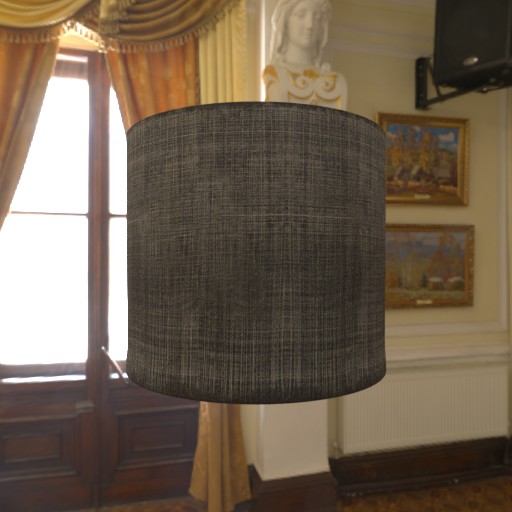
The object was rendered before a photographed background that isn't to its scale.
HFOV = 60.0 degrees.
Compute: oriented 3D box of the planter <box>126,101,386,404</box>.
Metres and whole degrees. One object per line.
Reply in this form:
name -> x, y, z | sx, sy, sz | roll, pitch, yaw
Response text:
planter -> 0.000, 0.000, 0.315 | 0.178, 0.157, 0.178 | 0, 0, 0
